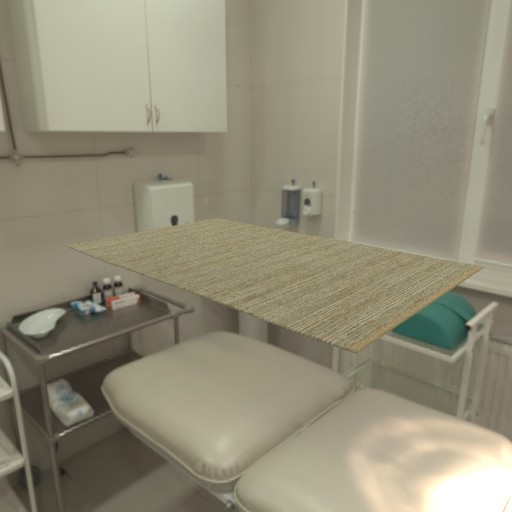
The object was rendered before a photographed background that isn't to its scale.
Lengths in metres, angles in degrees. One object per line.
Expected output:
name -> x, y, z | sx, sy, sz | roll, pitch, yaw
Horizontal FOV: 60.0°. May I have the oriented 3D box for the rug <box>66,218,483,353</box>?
rug -> 0.000, 0.000, 3.022 | 2.448, 0.012, 1.540 | 14, 21, 41
